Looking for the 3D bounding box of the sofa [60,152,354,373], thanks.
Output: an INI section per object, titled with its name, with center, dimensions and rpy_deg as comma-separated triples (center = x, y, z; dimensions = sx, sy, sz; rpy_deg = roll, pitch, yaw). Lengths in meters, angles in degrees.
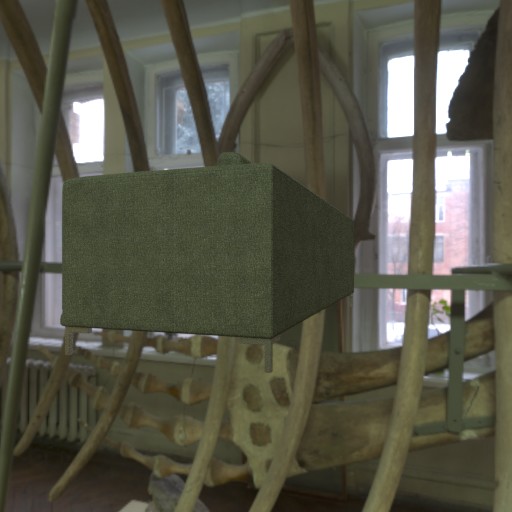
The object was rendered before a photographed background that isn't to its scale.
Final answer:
[sofa]
center = 0.000, 0.000, 2.880
dimensions = 0.969, 0.867, 2.415
rpy_deg = 0, -1, 19
